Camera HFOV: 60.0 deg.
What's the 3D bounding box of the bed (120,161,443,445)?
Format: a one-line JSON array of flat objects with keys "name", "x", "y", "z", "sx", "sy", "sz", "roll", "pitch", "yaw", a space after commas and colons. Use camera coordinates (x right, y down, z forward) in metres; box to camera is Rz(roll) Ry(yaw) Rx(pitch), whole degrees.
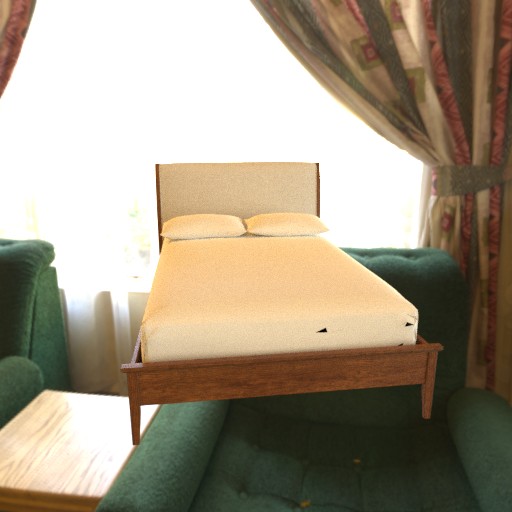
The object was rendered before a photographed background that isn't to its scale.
[{"name": "bed", "x": 0.000, "y": 0.000, "z": 3.261, "sx": 1.612, "sy": 1.250, "sz": 2.380, "roll": -2, "pitch": 15, "yaw": -8}]
